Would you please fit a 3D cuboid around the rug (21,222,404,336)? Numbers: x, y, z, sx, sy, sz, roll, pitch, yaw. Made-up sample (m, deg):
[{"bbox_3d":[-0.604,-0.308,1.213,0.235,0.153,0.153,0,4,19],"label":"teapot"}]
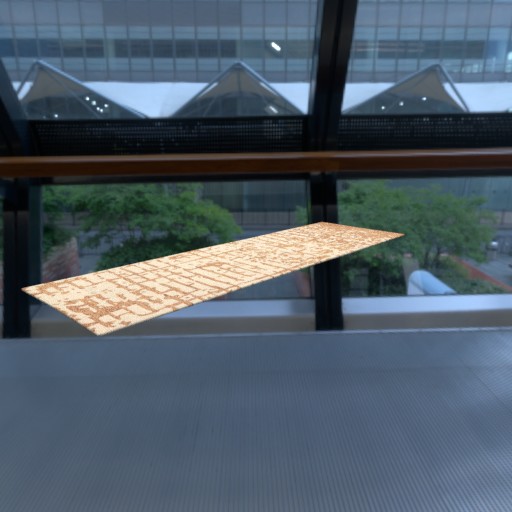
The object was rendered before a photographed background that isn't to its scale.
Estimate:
[{"bbox_3d":[0.000,0.000,2.698,0.750,0.011,2.435,13,20,42],"label":"rug"}]
